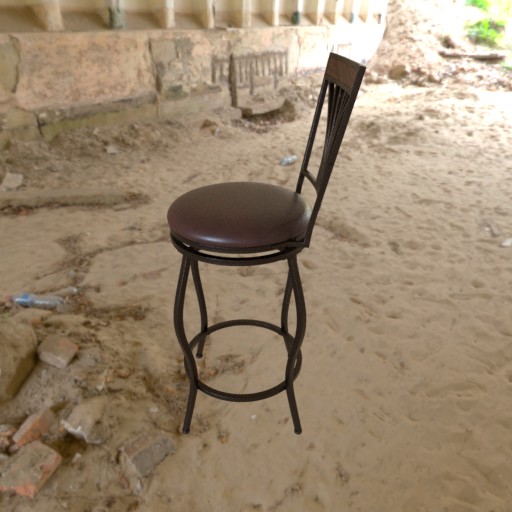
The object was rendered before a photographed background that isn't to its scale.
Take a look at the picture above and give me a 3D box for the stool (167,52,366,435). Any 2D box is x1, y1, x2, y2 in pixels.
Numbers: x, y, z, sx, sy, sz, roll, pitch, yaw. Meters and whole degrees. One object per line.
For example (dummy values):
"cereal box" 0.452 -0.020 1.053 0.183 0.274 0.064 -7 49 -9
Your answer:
"stool" 0.000 0.000 1.364 0.514 1.117 0.433 0 28 0
